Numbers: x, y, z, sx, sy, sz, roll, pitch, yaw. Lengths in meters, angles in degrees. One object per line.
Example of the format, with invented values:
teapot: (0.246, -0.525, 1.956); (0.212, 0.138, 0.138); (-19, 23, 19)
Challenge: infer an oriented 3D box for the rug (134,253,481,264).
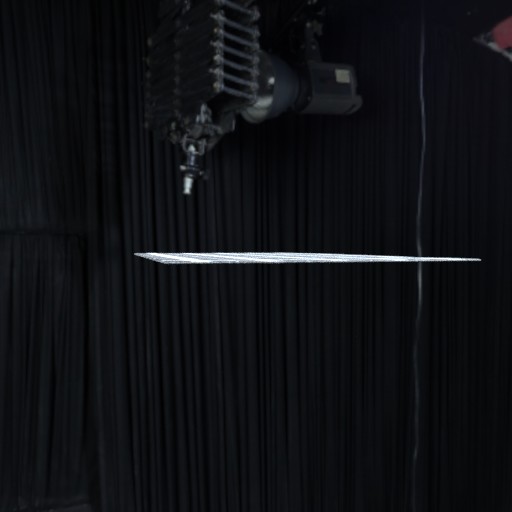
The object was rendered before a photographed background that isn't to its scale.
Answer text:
rug: (0.000, 0.000, 3.073); (1.520, 0.015, 2.434); (0, 1, -18)
